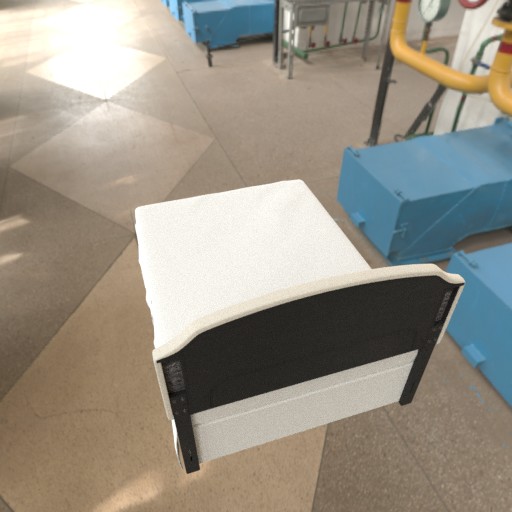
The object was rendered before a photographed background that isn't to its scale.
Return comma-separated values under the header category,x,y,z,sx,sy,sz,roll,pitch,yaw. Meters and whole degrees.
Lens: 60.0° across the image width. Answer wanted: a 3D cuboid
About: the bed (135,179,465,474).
category,x,y,z,sx,sy,sz,roll,pitch,yaw
bed,0.000,0.000,2.997,1.558,1.270,1.999,-12,42,-14
